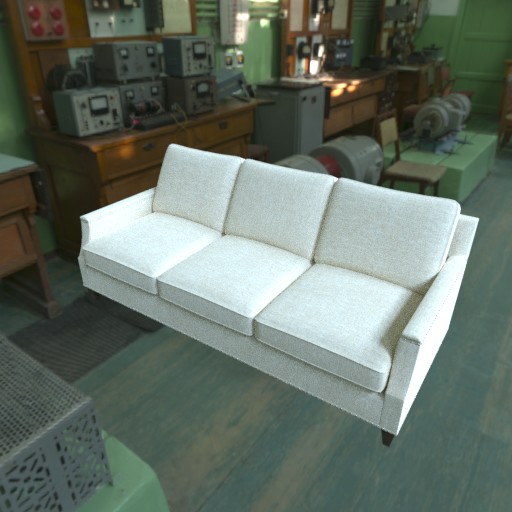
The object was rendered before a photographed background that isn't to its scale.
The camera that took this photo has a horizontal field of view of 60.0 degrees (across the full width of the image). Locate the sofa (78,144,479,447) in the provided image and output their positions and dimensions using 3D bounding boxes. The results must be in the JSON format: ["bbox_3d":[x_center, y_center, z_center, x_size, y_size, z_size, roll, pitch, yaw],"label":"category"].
[{"bbox_3d":[0.000,0.000,2.717,2.210,0.940,1.041,18,34,30],"label":"sofa"}]
